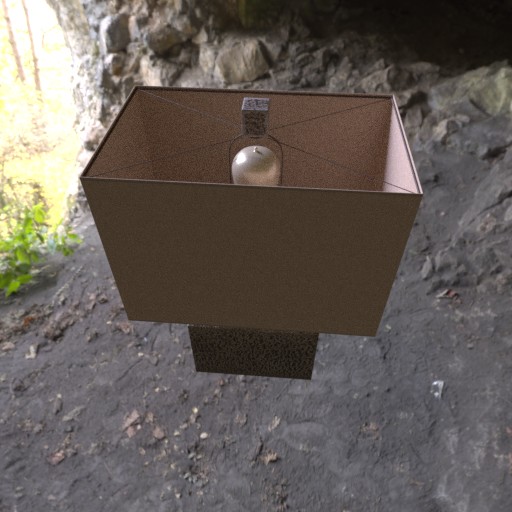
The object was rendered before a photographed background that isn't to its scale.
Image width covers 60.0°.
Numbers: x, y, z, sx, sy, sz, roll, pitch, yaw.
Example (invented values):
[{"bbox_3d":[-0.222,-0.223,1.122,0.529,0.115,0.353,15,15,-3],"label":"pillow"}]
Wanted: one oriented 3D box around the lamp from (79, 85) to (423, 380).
[{"bbox_3d":[0.000,0.000,0.565,0.294,0.411,0.180,3,46,3],"label":"lamp"}]
